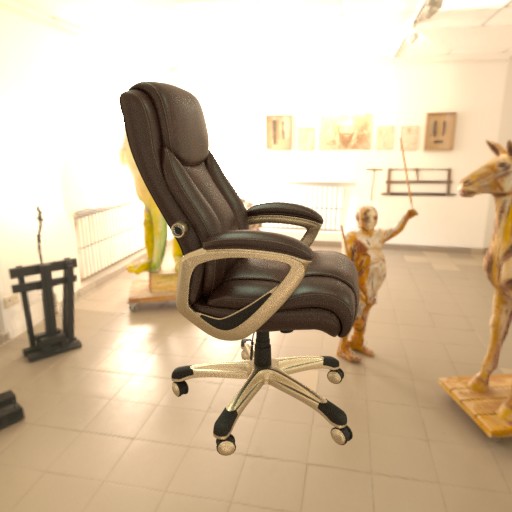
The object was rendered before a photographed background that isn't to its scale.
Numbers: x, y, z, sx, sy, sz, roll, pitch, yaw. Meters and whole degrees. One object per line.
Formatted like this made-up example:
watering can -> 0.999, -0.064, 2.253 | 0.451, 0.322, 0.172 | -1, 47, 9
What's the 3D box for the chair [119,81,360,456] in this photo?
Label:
chair -> 0.000, 0.000, 1.618 | 0.749, 1.194, 0.692 | 3, 15, 11
